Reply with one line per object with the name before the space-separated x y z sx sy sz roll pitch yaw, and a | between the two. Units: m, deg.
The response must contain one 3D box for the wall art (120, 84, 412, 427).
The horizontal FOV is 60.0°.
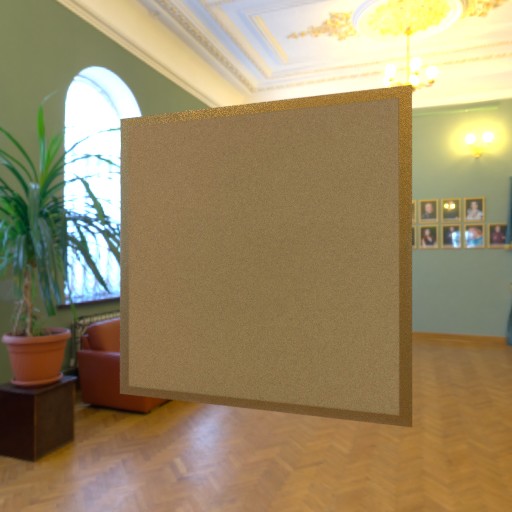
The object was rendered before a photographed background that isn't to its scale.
wall art | 0.000 0.000 0.461 0.306 0.305 0.038 0 0 19
